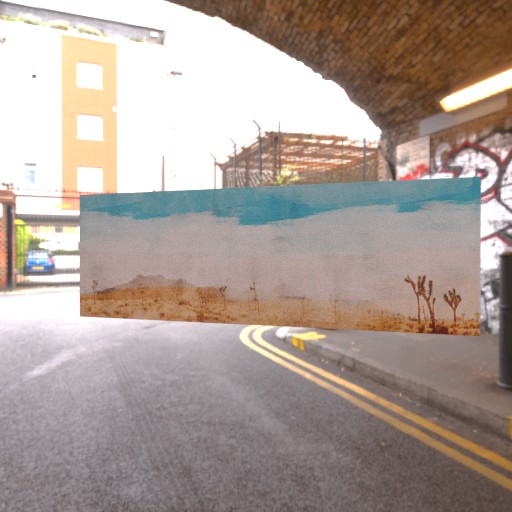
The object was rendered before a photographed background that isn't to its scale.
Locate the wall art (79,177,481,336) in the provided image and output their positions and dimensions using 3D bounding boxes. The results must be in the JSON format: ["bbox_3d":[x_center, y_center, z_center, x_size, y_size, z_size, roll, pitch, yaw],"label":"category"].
[{"bbox_3d":[0.000,0.000,0.835,0.759,0.254,0.044,0,0,17],"label":"wall art"}]
